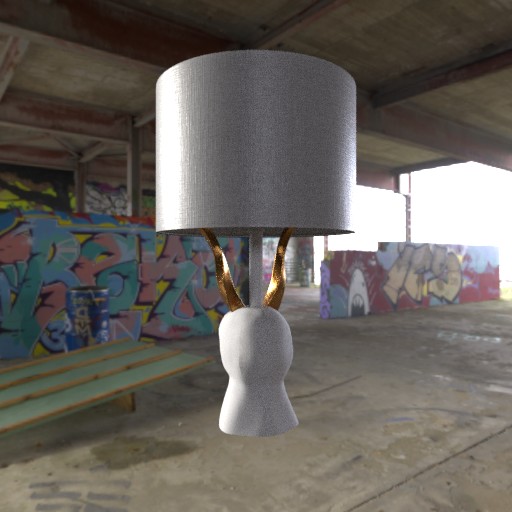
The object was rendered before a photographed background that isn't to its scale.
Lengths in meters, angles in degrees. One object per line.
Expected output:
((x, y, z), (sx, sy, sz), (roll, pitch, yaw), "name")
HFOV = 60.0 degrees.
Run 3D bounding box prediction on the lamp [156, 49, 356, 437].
((0.000, 0.000, 0.677), (0.298, 0.503, 0.298), (0, 0, -17), "lamp")
